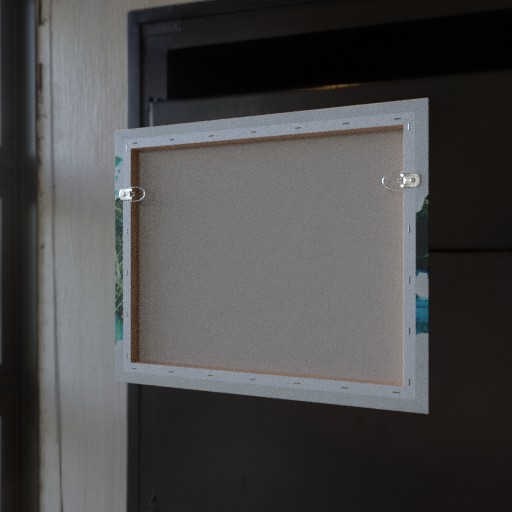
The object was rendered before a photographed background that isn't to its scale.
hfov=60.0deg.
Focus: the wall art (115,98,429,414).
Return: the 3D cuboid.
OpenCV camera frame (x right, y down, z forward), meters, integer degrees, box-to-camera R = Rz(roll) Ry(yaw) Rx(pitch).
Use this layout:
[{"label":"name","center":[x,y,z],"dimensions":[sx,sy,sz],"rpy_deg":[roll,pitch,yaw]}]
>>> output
[{"label":"wall art","center":[0.000,0.000,0.980],"dimensions":[0.711,0.610,0.043],"rpy_deg":[0,0,18]}]
